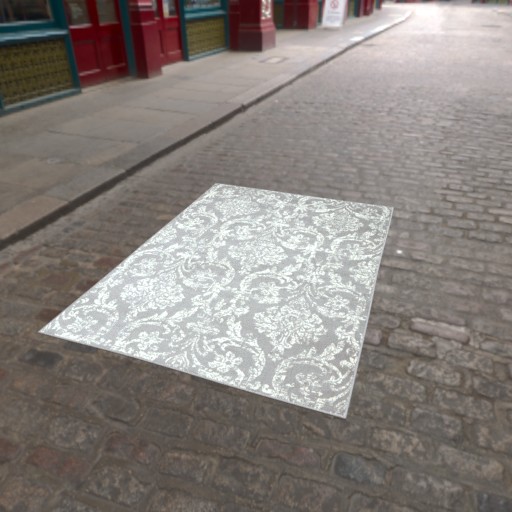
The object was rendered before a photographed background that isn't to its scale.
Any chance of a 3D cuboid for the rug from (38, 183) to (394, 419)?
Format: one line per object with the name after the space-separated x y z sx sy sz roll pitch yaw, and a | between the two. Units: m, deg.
0.000 0.000 2.929 1.578 0.014 2.206 10 32 17 | rug
